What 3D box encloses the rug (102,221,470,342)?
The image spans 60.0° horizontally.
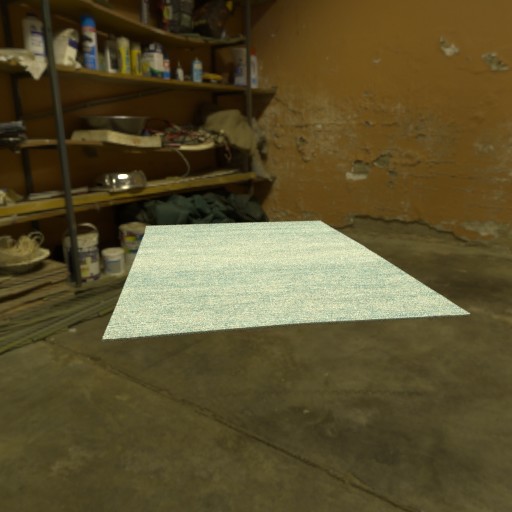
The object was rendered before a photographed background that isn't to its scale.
[{"bbox_3d":[0.000,0.000,2.972,1.613,0.030,2.306,-2,15,-9],"label":"rug"}]
